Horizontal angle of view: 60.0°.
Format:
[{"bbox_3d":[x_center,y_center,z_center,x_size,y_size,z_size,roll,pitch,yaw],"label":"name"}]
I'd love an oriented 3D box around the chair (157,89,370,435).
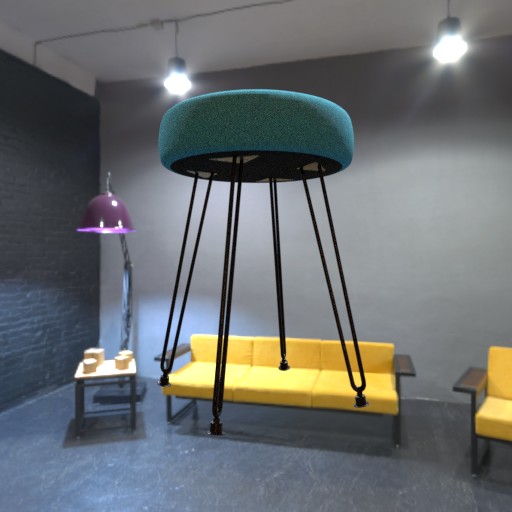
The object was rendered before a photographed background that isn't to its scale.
[{"bbox_3d":[0.000,0.000,0.700,0.350,0.440,0.350,0,0,18],"label":"chair"}]
